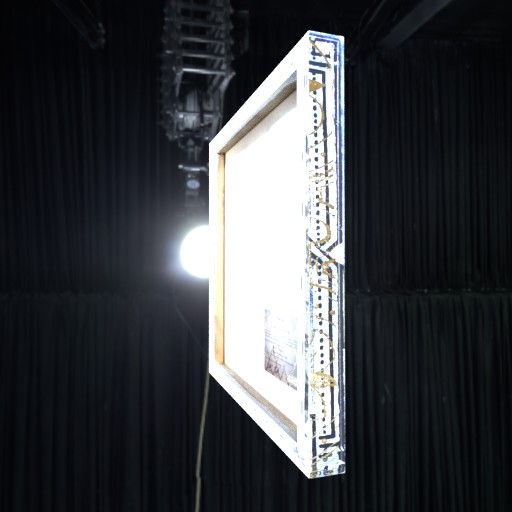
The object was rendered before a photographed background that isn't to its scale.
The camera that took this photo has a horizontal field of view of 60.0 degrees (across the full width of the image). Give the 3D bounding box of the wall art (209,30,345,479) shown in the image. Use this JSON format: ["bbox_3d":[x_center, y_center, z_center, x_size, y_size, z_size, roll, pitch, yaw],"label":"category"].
[{"bbox_3d":[0.000,0.000,0.605,0.038,0.410,0.411,0,-1,-19],"label":"wall art"}]
